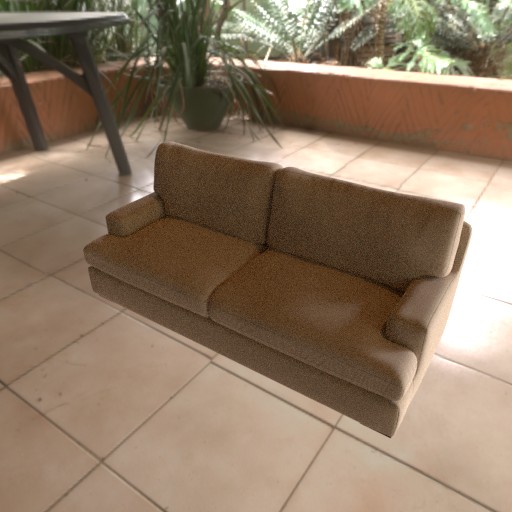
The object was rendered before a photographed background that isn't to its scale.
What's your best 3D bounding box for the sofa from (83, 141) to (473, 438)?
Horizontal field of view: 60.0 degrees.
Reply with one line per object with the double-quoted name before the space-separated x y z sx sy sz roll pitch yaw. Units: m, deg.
"sofa" 0.000 0.000 2.641 2.147 0.925 0.929 19 35 28
